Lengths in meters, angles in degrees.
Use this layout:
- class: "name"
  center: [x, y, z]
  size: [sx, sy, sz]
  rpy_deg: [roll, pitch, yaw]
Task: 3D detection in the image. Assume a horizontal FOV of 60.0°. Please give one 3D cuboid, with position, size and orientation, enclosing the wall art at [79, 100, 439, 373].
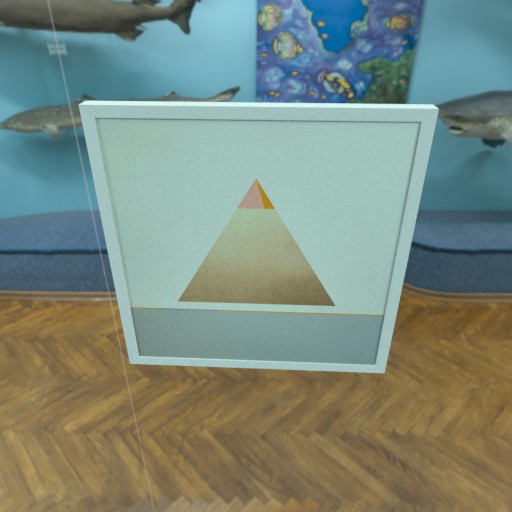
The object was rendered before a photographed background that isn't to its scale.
- class: "wall art"
  center: [0.000, 0.000, 1.157]
  size: [0.768, 0.765, 0.041]
  rpy_deg: [1, 31, 3]
